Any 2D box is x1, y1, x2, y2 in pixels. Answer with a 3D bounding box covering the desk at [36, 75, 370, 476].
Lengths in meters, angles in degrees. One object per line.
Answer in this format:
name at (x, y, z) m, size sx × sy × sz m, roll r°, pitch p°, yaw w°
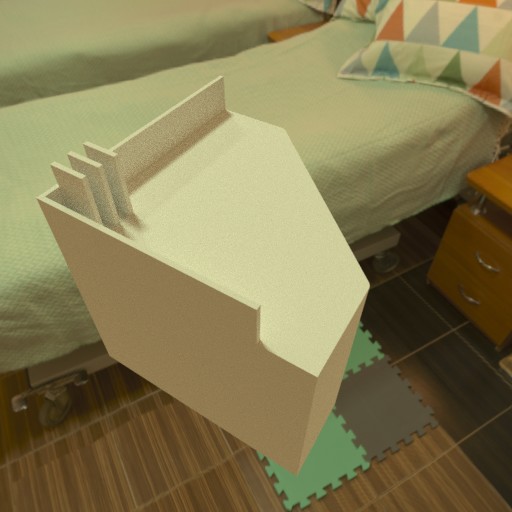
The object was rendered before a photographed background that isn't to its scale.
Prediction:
desk at (0.000, 0.000, 1.707) m, size 0.940 × 0.986 × 0.940 m, roll 25°, pitch 52°, yaw 21°
